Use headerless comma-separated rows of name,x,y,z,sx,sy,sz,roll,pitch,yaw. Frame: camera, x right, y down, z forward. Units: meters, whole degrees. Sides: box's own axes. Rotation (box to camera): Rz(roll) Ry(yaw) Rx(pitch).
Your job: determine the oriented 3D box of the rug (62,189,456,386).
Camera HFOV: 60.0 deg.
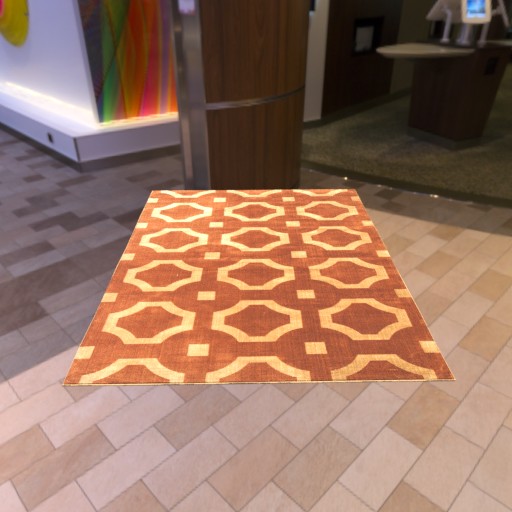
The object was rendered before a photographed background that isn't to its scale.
rug,0.000,0.000,4.064,2.466,0.021,3.049,-1,31,-1
